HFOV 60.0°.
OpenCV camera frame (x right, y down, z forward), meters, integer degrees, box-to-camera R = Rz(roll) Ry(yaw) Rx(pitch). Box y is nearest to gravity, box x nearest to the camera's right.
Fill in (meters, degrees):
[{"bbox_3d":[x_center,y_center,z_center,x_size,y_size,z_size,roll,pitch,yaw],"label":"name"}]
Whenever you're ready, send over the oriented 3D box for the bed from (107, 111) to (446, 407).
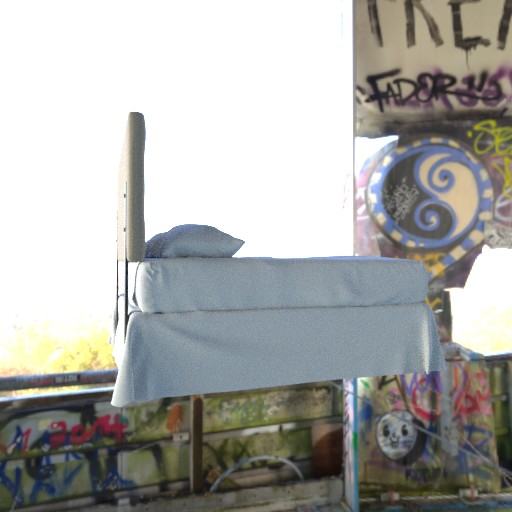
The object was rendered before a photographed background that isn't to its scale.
[{"bbox_3d":[0.000,0.000,3.521,2.222,1.577,1.936,0,-1,-19],"label":"bed"}]
